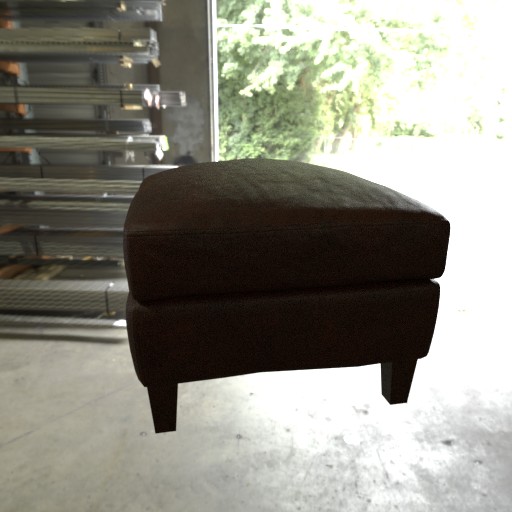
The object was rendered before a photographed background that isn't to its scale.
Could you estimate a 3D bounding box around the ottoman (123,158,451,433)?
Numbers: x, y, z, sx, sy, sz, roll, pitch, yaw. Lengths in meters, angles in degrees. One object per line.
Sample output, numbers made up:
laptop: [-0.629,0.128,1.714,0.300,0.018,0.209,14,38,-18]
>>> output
ottoman: [0.000,0.000,1.258,0.659,0.527,0.887,-3,16,-11]
